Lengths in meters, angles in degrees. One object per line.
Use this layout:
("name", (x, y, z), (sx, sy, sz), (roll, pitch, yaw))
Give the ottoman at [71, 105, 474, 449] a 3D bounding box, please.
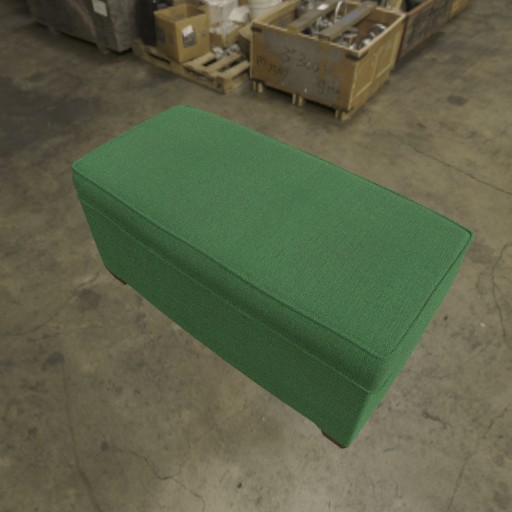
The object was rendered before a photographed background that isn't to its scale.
("ottoman", (0.000, 0.000, 1.232), (0.957, 0.471, 0.483), (31, 54, 25))
